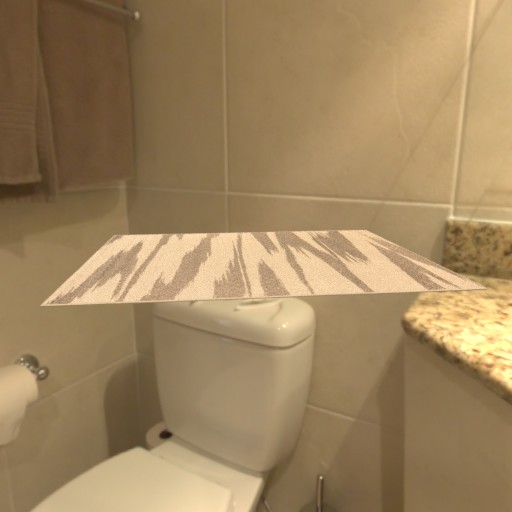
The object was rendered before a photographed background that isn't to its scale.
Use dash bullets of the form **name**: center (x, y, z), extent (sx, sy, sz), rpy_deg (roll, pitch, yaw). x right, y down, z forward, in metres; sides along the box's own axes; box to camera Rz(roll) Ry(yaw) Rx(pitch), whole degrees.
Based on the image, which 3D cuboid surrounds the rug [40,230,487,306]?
- **rug**: center (0.000, 0.000, 4.015), extent (2.945, 0.014, 2.353), rpy_deg (-2, 13, -7)
